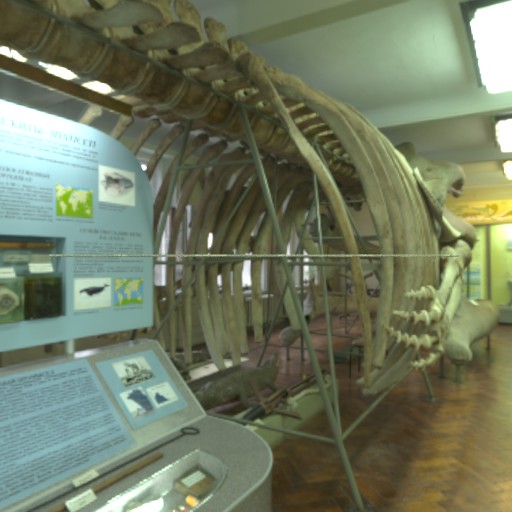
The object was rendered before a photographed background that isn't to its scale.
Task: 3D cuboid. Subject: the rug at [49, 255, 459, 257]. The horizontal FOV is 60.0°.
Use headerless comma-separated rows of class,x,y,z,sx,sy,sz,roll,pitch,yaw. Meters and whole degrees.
rug,0.000,0.000,4.313,2.438,0.013,3.353,0,0,1
